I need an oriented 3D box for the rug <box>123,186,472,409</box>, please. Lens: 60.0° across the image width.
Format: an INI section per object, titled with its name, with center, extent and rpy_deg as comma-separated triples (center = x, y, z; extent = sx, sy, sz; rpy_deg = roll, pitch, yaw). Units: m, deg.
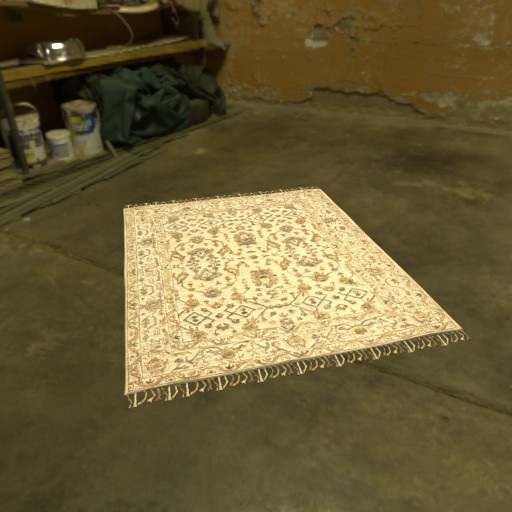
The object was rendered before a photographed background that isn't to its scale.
[rug]
center = 0.000, 0.000, 4.173
extent = 2.426, 0.034, 3.061
rpy_deg = -8, 31, -13
